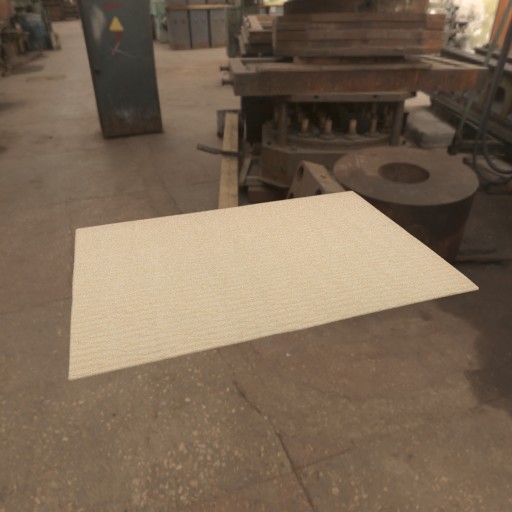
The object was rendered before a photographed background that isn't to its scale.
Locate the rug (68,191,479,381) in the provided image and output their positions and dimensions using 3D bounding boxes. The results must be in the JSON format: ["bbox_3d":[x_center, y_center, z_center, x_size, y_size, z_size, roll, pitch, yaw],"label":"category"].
[{"bbox_3d":[0.000,0.000,2.362,1.848,0.014,1.238,-10,33,-15],"label":"rug"}]
